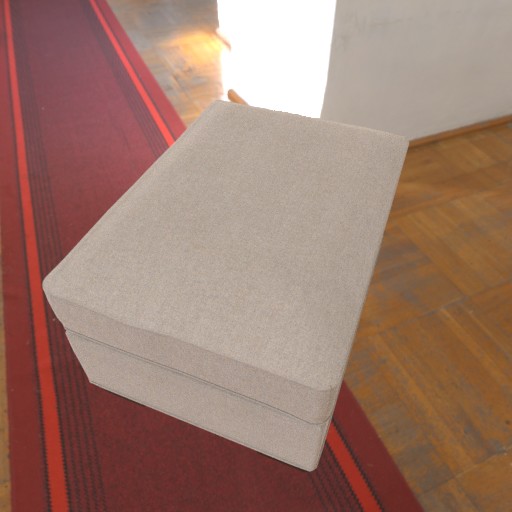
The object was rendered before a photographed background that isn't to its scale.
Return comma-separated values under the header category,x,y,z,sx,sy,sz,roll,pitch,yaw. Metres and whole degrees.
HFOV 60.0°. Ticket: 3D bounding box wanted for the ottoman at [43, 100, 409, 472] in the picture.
category,x,y,z,sx,sy,sz,roll,pitch,yaw
ottoman,0.000,0.000,1.205,0.617,0.503,0.846,16,49,15
